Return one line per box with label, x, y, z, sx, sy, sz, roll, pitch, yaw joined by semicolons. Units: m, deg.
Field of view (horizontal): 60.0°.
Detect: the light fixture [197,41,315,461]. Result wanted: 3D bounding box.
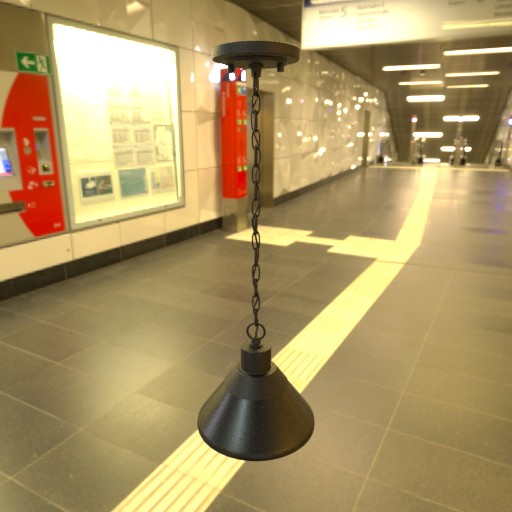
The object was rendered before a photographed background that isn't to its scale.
light fixture;0.000;0.000;0.687;0.201;0.588;0.201;3;16;9
